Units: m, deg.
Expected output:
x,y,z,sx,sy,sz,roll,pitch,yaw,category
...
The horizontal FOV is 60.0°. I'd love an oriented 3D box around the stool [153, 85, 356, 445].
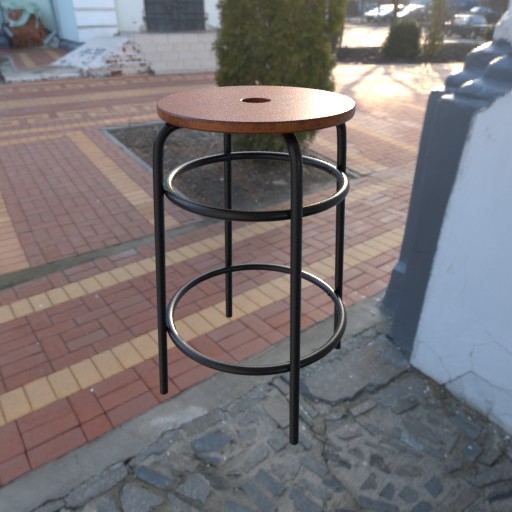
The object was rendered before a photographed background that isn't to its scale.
x,y,z,sx,sy,sz,roll,pitch,yaw,category
0.000,0.000,0.906,0.455,0.610,0.455,-10,31,-17,stool
